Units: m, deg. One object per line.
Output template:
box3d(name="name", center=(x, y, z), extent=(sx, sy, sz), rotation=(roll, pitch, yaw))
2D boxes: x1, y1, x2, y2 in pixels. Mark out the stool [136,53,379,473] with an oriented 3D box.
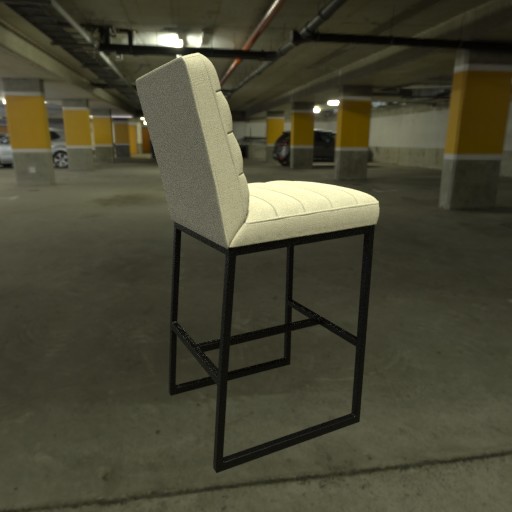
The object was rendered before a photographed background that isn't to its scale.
box3d(name="stool", center=(0.000, 0.000, 1.340), extent=(0.560, 1.040, 0.460), rotation=(-7, 16, -26))
